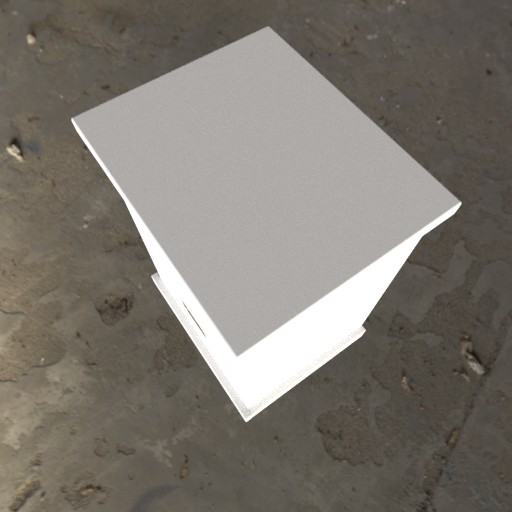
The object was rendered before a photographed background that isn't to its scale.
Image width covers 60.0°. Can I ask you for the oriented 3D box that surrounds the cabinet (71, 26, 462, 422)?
[{"bbox_3d":[0.000,0.000,1.059,0.431,0.723,0.520,-32,68,-15],"label":"cabinet"}]
